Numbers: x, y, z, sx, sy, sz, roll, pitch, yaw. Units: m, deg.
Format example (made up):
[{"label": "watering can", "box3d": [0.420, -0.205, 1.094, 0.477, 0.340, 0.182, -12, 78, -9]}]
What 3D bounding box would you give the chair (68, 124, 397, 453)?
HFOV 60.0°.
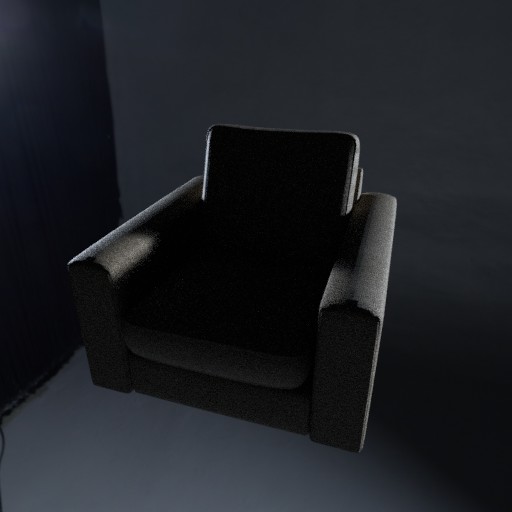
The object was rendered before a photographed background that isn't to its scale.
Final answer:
[{"label": "chair", "box3d": [0.000, 0.000, 1.746, 1.005, 0.873, 1.016, 8, 28, 16]}]
